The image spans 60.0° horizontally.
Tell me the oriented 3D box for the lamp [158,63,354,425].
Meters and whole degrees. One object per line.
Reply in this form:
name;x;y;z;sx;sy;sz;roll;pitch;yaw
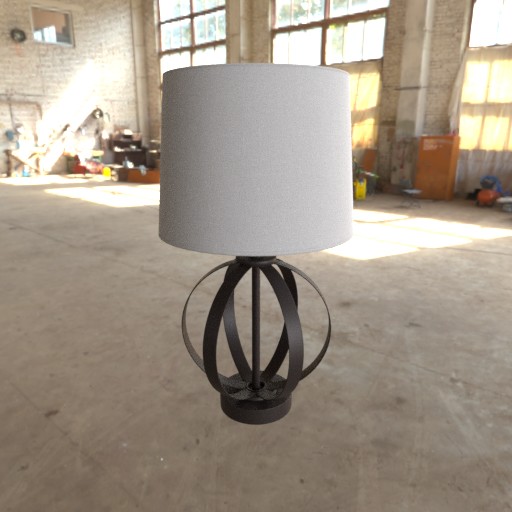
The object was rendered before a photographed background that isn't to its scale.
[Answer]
lamp;0.000;0.000;0.676;0.286;0.510;0.286;0;16;0
